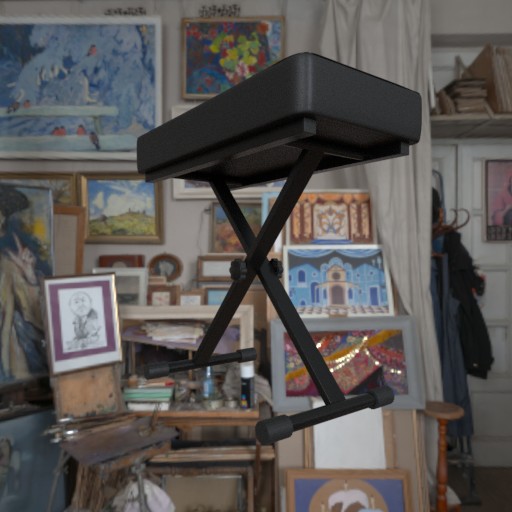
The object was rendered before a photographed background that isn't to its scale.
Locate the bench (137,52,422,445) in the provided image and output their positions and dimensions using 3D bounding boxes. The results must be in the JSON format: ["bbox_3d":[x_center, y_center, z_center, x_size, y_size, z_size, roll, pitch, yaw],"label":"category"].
[{"bbox_3d":[0.000,0.000,0.923,0.300,0.561,0.600,0,0,-37],"label":"bench"}]
